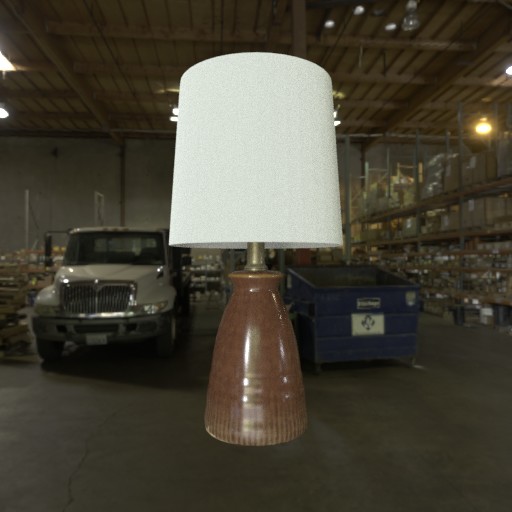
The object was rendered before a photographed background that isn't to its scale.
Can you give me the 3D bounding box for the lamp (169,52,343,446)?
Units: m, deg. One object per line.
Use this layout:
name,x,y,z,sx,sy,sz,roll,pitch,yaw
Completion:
lamp,0.000,0.000,0.483,0.186,0.369,0.186,0,-1,0
